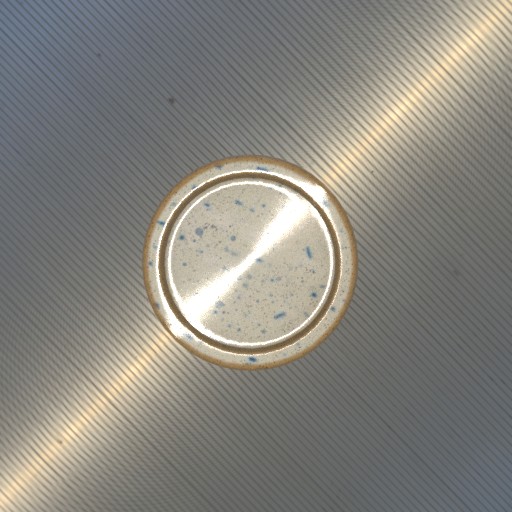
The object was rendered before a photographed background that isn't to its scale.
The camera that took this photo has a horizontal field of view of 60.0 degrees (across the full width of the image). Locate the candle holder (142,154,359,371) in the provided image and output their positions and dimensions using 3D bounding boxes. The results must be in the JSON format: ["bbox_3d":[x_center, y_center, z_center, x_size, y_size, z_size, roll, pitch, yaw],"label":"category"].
[{"bbox_3d":[0.000,0.000,0.252,0.088,0.203,0.088,0,91,1],"label":"candle holder"}]
